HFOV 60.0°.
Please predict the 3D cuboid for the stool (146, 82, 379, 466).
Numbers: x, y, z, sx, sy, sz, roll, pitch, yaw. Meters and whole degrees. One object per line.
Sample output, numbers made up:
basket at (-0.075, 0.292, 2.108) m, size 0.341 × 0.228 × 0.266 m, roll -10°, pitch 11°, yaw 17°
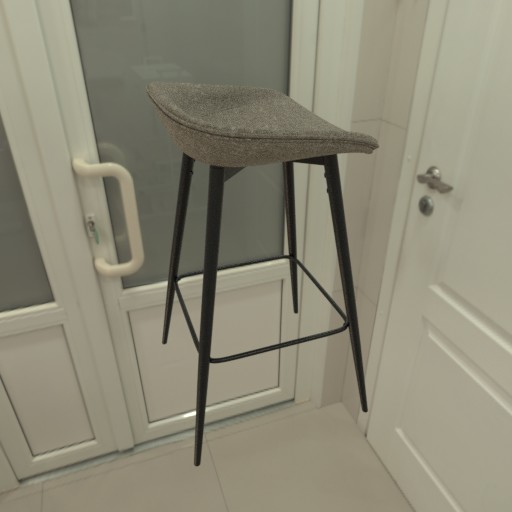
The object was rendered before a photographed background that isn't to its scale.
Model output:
stool at (0.000, 0.000, 1.107) m, size 0.480 × 0.814 × 0.469 m, roll -11°, pitch 33°, yaw -17°
